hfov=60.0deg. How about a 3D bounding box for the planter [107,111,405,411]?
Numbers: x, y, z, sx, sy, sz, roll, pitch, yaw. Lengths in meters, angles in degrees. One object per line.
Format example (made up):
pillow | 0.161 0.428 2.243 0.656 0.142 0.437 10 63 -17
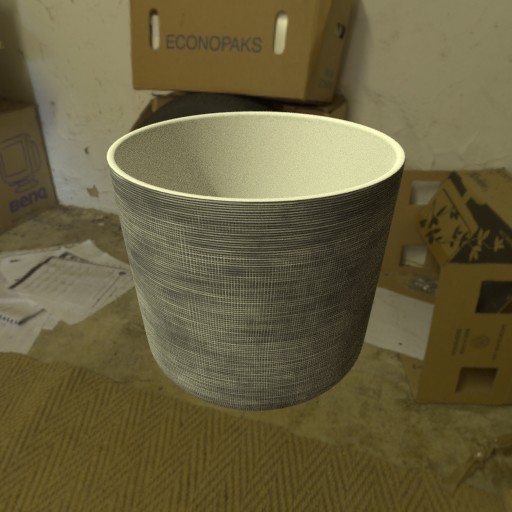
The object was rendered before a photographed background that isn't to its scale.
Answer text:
planter | 0.000 0.000 0.779 0.440 0.398 0.440 0 30 0
